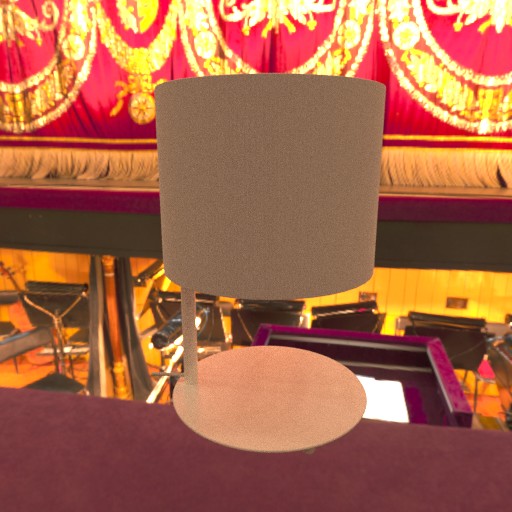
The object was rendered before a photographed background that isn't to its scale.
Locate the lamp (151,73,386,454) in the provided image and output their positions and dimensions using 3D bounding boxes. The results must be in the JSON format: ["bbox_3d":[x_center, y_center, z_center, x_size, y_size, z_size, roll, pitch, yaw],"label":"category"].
[{"bbox_3d":[0.000,0.000,0.647,0.341,0.454,0.299,2,14,8],"label":"lamp"}]
